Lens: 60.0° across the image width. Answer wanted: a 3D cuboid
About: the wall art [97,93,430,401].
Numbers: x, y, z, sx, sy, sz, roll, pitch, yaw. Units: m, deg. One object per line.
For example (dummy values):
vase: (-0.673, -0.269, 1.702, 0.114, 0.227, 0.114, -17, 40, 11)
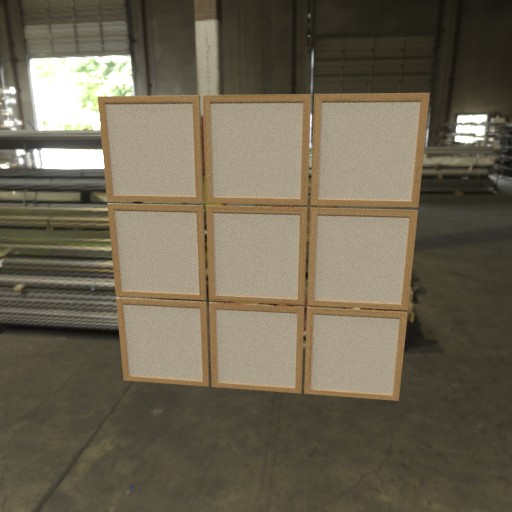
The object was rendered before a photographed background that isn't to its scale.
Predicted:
wall art: (0.000, 0.000, 1.780, 1.214, 1.219, 0.013, 2, 16, 7)
